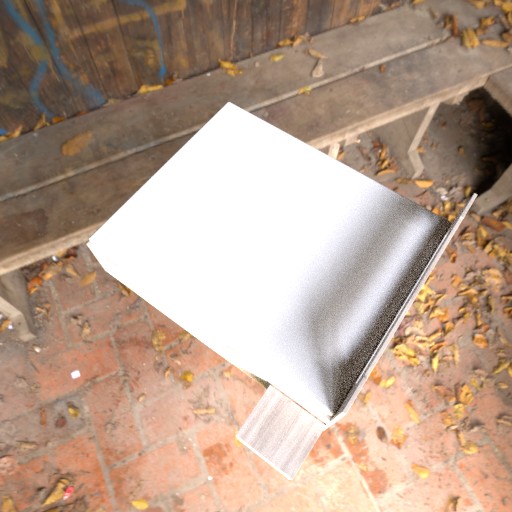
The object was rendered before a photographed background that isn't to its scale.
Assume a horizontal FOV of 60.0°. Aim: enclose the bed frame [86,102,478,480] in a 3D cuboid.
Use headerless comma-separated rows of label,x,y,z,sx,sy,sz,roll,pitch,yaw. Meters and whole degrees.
bed frame,0.000,0.000,3.138,2.050,0.860,2.040,33,68,15
